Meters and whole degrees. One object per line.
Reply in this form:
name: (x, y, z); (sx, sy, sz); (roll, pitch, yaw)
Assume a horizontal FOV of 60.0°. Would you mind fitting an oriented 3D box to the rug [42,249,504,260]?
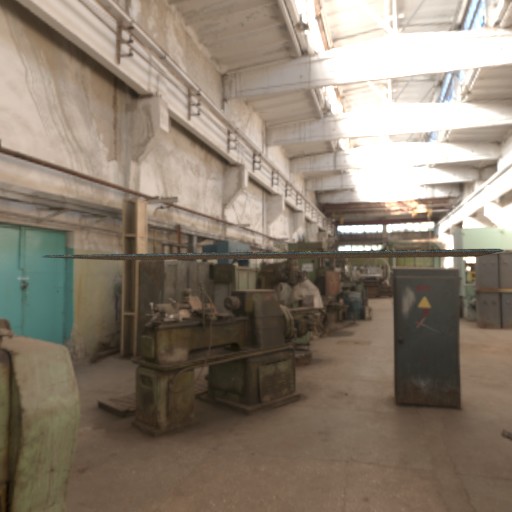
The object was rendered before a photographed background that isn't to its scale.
rug: (0.000, 0.000, 2.435); (2.292, 0.014, 0.685); (-1, -2, 18)
